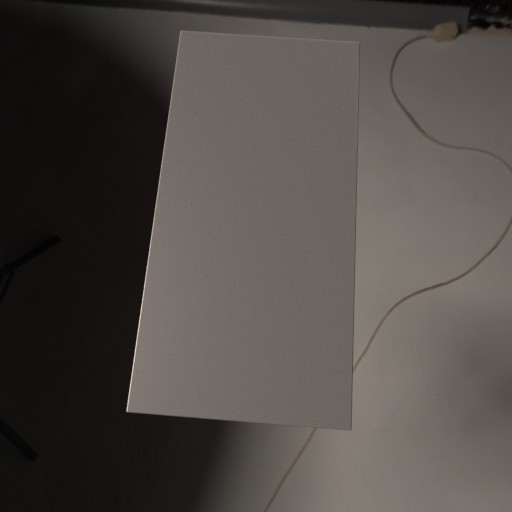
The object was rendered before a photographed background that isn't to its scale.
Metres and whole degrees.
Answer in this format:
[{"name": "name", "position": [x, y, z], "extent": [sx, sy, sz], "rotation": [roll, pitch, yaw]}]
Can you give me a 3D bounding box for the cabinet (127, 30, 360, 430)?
[{"name": "cabinet", "position": [0.000, 0.000, 1.253], "extent": [0.396, 0.780, 0.801], "rotation": [4, 76, 1]}]
